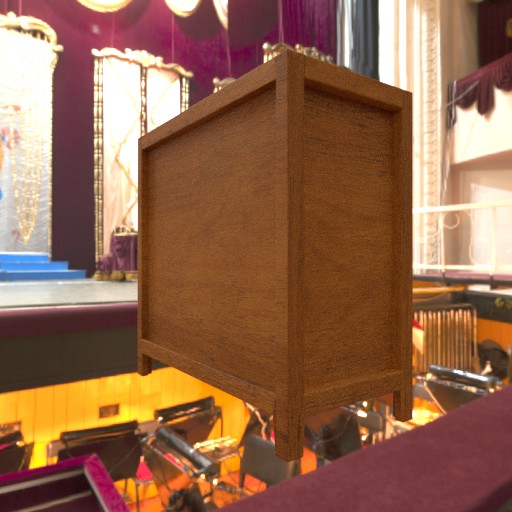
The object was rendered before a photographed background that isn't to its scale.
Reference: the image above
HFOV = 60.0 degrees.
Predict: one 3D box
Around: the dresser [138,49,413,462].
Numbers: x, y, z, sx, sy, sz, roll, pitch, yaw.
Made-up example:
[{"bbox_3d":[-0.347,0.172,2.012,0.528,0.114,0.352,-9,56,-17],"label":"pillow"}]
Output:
[{"bbox_3d":[0.000,0.000,1.307,0.427,0.804,0.804,0,0,-35],"label":"dresser"}]
